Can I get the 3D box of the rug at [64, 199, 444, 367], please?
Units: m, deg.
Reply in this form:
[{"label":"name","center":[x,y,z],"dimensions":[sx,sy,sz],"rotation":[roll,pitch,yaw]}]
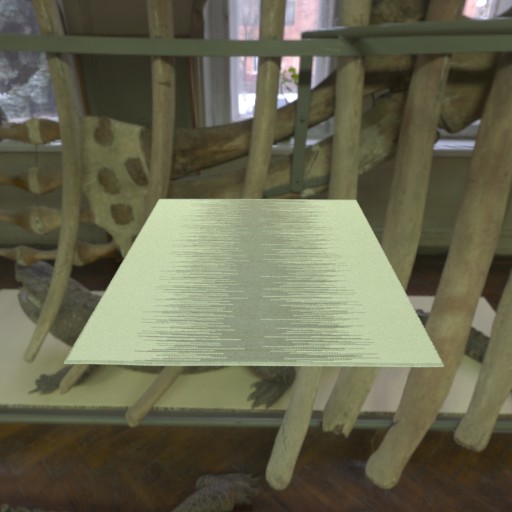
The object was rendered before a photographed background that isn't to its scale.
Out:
[{"label":"rug","center":[0.000,0.000,4.183],"dimensions":[2.453,0.010,3.037],"rotation":[0,28,1]}]
